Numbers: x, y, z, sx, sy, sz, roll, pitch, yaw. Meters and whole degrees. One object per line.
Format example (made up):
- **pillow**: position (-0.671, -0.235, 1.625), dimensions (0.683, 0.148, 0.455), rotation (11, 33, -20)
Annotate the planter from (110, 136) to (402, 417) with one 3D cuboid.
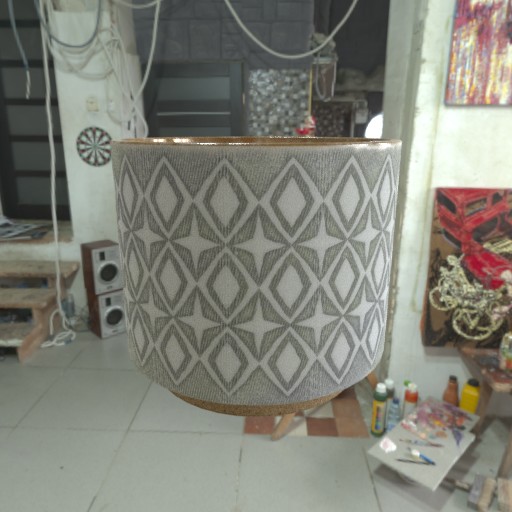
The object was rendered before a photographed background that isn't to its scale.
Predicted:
- **planter**: position (0.000, 0.000, 0.436), dimensions (0.255, 0.223, 0.255), rotation (0, 16, 0)
